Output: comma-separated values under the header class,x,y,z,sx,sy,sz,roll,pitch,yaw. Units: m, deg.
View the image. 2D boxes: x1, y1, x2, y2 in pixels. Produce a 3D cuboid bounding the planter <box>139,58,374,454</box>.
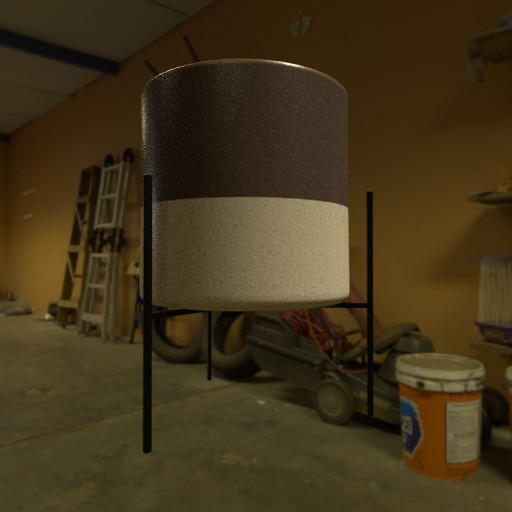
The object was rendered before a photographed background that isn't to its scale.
class,x,y,z,sx,sy,sz,roll,pitch,yaw
planter,0.000,0.000,0.517,0.260,0.353,0.250,0,-1,0
